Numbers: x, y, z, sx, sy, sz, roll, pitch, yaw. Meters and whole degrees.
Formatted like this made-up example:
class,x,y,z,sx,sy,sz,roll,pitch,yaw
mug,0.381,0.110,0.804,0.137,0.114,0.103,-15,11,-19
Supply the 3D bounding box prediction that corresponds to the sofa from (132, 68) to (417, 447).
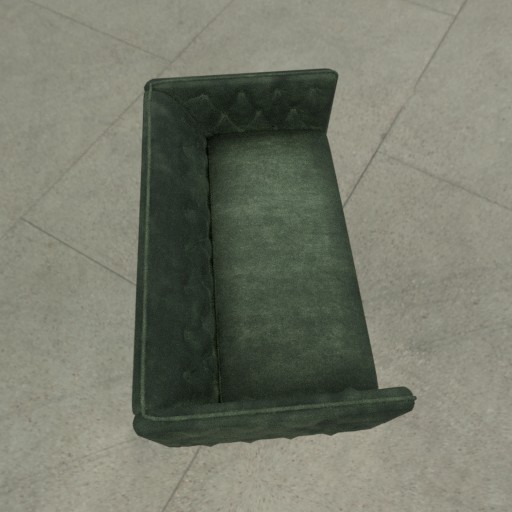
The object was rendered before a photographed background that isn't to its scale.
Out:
class,x,y,z,sx,sy,sz,roll,pitch,yaw
sofa,0.000,0.000,2.011,0.895,0.768,1.537,-4,63,-2
